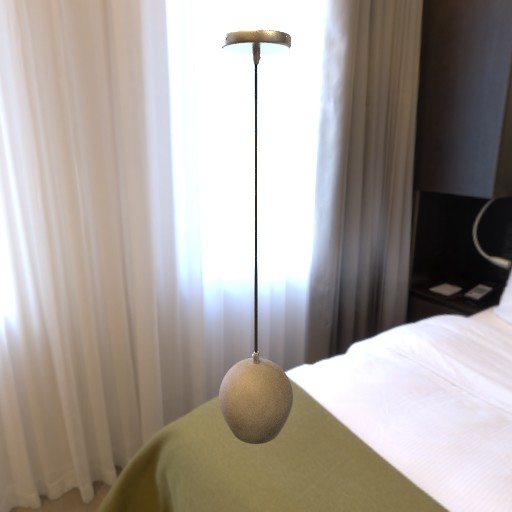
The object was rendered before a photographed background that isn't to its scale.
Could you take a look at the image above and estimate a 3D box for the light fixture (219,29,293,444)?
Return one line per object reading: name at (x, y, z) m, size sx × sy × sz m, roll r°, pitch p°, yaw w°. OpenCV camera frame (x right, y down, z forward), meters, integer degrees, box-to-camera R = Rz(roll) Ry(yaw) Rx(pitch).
light fixture at (0.000, 0.000, 0.842) m, size 0.153 × 0.760 × 0.153 m, roll 8°, pitch 17°, yaw 26°
